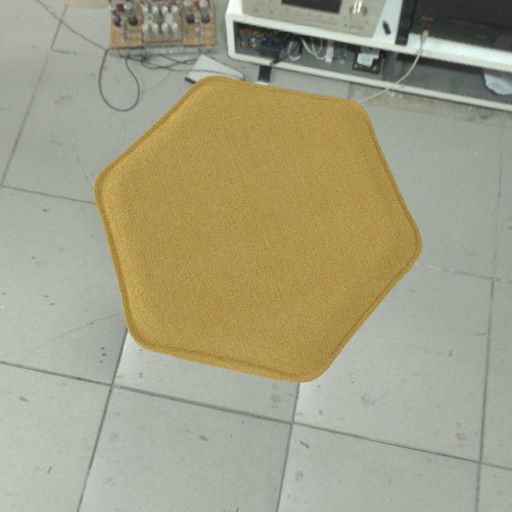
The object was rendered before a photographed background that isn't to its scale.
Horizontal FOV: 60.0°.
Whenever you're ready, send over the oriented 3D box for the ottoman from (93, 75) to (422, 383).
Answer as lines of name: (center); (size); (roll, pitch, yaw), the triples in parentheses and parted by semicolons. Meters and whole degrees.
ottoman: (0.000, 0.000, 0.873); (0.443, 0.502, 0.494); (-18, 76, -4)
